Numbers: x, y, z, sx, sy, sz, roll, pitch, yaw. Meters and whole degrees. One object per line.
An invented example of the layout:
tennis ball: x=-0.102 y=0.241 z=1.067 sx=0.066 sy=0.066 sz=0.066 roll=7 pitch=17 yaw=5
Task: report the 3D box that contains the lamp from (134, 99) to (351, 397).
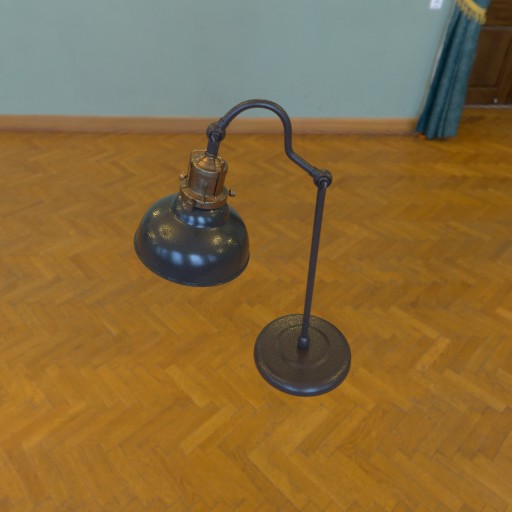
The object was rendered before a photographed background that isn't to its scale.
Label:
lamp: x=0.000 y=0.000 z=0.713 sx=0.374 sy=0.508 sz=0.192 roll=0 pitch=40 yaw=0
